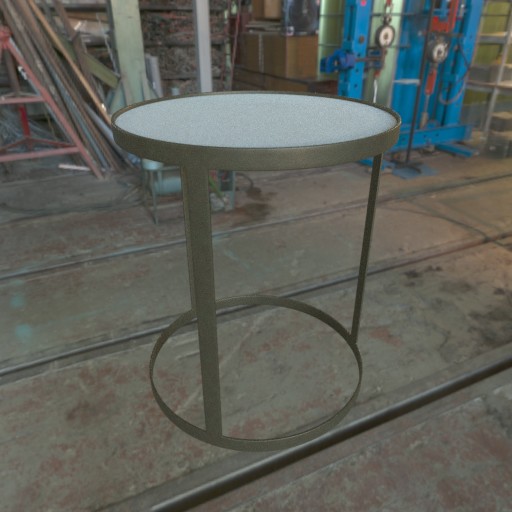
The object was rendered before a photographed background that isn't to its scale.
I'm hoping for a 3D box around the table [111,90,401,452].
[{"bbox_3d":[0.000,0.000,0.896,0.480,0.565,0.480,0,29,0],"label":"table"}]
